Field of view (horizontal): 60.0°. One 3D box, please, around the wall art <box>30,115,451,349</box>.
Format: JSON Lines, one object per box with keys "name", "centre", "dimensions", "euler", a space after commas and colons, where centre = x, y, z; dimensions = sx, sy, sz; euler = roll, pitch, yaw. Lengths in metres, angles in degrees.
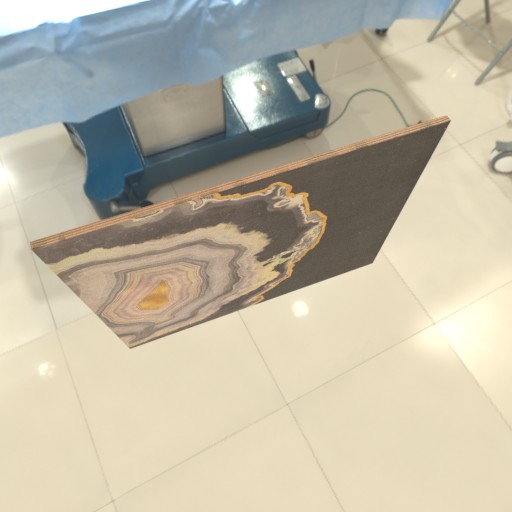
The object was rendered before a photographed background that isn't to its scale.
{"name": "wall art", "centre": [0.000, 0.000, 0.689], "dimensions": [0.508, 0.408, 0.010], "euler": [-19, 65, -9]}
